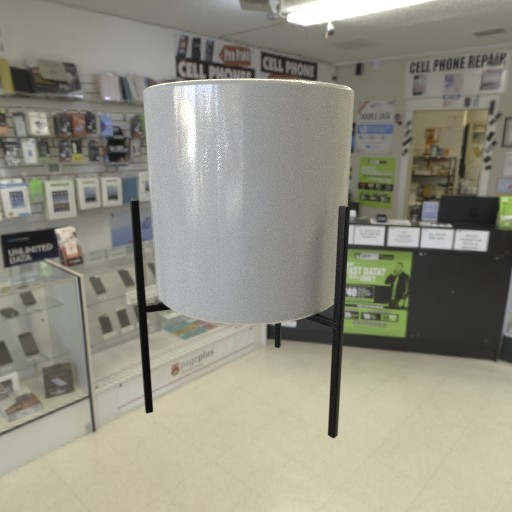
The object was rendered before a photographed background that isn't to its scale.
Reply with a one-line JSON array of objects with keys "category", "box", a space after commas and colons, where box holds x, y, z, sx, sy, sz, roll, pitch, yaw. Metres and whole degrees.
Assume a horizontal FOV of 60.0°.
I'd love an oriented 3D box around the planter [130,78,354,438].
[{"category": "planter", "box": [0.000, 0.000, 0.507, 0.239, 0.356, 0.239, -14, 20, -43]}]
